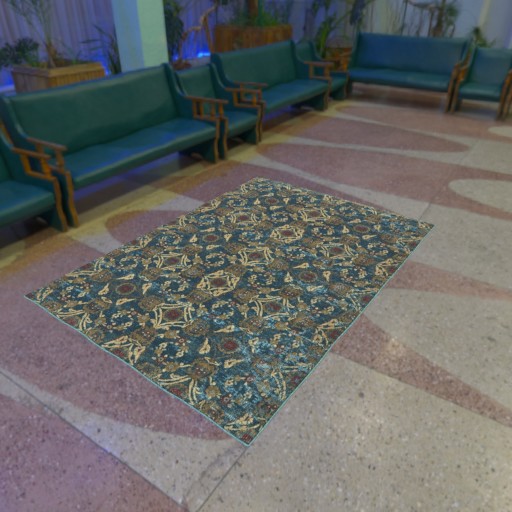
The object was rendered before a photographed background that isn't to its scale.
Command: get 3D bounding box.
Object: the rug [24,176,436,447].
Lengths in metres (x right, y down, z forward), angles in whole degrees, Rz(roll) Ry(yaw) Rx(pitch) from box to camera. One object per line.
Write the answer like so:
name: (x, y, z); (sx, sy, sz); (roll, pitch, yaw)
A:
rug: (0.000, 0.000, 2.807); (1.567, 0.014, 2.207); (21, 38, 30)
